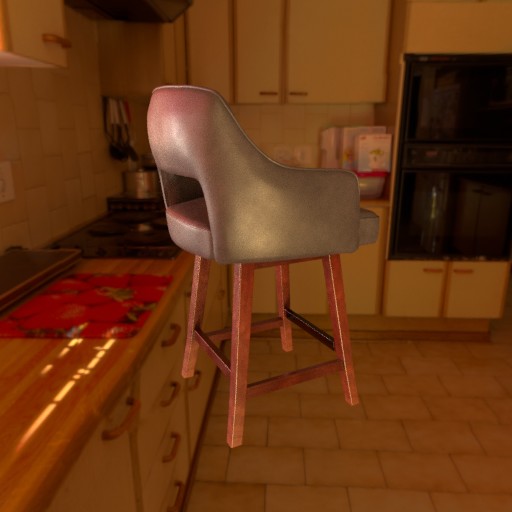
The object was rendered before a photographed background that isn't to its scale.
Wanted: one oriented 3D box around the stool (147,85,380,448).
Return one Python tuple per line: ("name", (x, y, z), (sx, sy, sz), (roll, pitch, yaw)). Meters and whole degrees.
("stool", (0.000, 0.000, 1.334), (0.560, 0.936, 0.550), (-8, 18, -26))
